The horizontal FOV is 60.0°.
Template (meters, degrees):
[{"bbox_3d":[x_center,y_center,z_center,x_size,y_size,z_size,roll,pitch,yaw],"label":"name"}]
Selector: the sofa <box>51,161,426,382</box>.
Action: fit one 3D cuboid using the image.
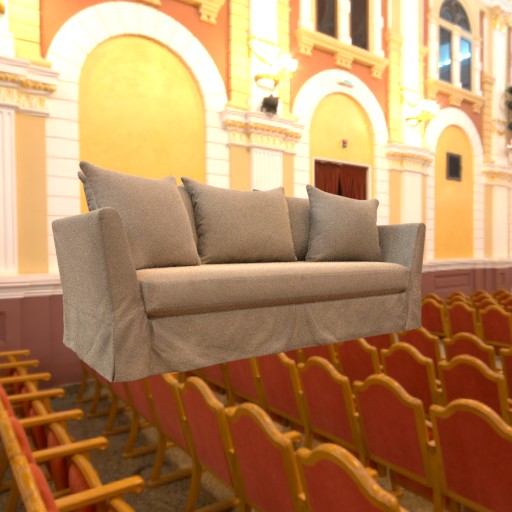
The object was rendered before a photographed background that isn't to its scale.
[{"bbox_3d":[0.000,0.000,2.894,2.290,1.034,1.031,-1,2,-35],"label":"sofa"}]
